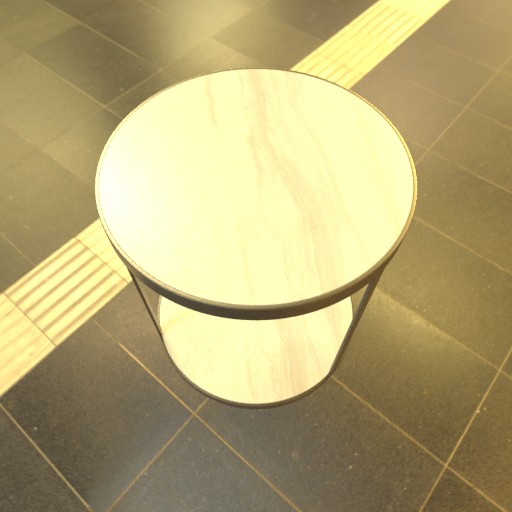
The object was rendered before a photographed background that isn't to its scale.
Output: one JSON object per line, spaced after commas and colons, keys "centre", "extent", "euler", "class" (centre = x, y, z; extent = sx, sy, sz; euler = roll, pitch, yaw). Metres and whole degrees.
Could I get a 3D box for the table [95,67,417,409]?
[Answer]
{"centre": [0.000, 0.000, 0.824], "extent": [0.445, 0.479, 0.445], "euler": [0, 58, 0], "class": "table"}
